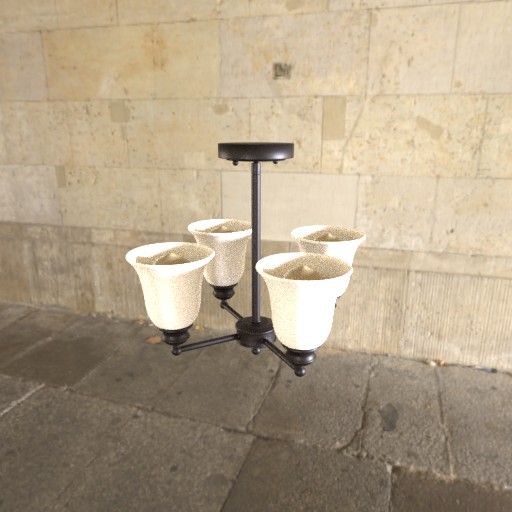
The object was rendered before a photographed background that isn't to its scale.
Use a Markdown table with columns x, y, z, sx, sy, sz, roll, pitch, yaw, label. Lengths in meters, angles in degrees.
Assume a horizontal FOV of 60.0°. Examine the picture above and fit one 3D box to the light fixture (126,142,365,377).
| x | y | z | sx | sy | sz | roll | pitch | yaw | label |
| --- | --- | --- | --- | --- | --- | --- | --- | --- | --- |
| 0.000 | 0.000 | 1.878 | 1.069 | 0.925 | 1.069 | -8 | 18 | -26 | light fixture |
